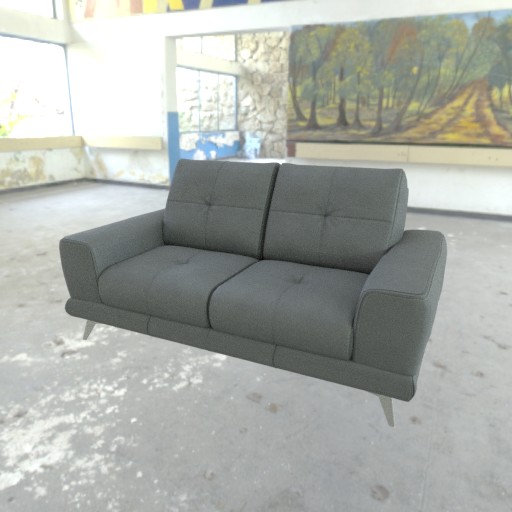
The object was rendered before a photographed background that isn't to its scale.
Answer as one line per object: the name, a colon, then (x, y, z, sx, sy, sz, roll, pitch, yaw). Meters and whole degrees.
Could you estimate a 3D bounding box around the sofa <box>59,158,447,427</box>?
sofa: (0.000, 0.000, 2.311, 1.806, 0.907, 1.018, 8, 19, 25)
